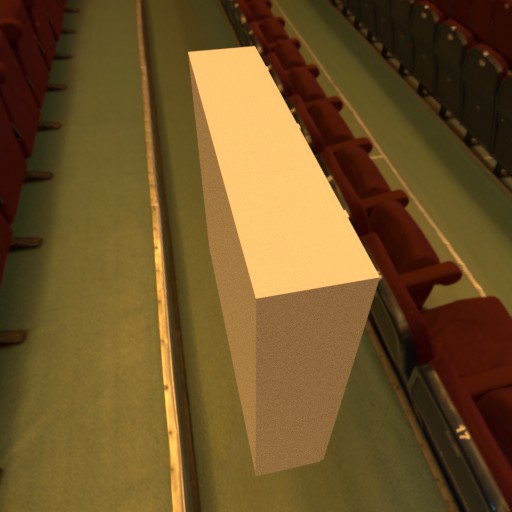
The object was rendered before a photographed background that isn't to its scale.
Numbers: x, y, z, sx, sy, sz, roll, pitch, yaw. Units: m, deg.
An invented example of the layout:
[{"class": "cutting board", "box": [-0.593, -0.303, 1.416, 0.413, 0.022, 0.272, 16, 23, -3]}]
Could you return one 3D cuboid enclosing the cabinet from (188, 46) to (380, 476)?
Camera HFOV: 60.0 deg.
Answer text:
[{"class": "cabinet", "box": [0.000, 0.000, 3.747, 0.590, 2.370, 2.700, -9, 47, -8]}]
